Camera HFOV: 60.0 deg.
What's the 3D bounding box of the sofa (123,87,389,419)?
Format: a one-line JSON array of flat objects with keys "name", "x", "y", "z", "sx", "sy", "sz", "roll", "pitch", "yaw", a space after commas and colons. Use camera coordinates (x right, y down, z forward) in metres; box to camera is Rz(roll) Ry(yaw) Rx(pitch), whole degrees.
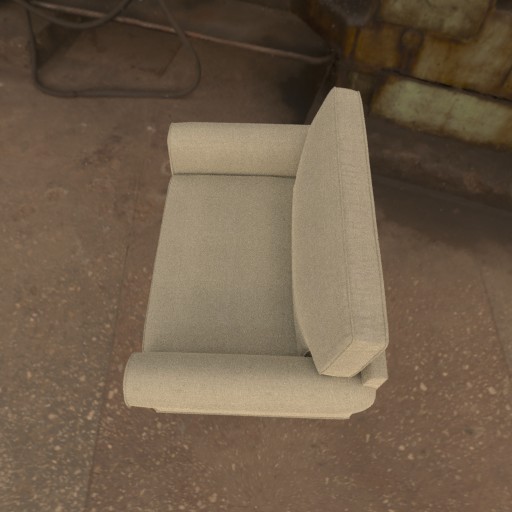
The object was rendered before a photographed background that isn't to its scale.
[{"name": "sofa", "x": 0.000, "y": 0.000, "z": 2.035, "sx": 0.936, "sy": 0.991, "sz": 1.405, "roll": 2, "pitch": 60, "yaw": 1}]
